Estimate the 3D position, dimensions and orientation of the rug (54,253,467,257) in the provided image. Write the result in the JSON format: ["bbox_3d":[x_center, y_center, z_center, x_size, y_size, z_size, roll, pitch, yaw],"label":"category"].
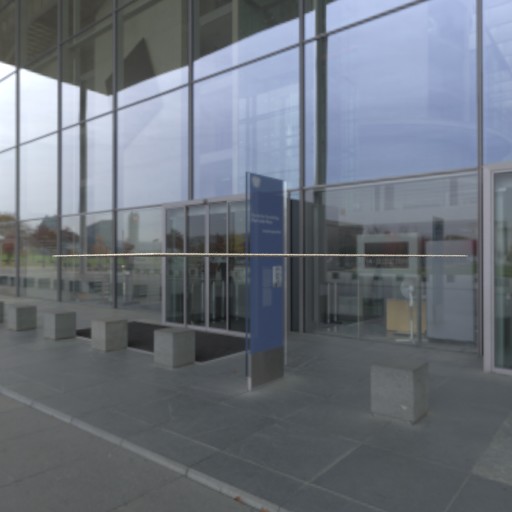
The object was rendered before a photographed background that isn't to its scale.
[{"bbox_3d":[0.000,0.000,4.047,2.977,0.008,2.380,0,0,-36],"label":"rug"}]
